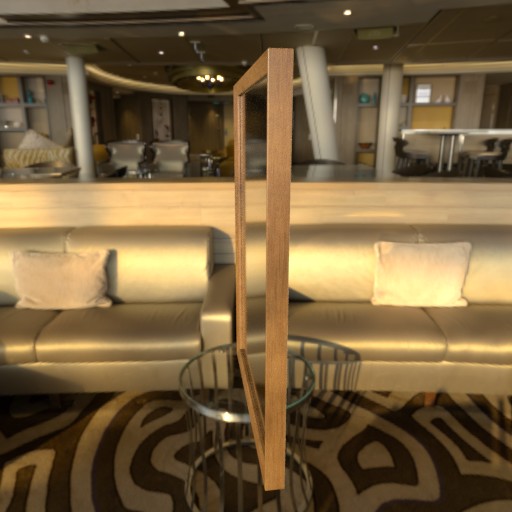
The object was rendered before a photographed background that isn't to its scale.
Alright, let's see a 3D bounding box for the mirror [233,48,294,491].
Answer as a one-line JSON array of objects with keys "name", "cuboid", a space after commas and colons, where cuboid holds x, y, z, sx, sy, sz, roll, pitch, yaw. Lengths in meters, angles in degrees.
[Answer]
[{"name": "mirror", "cuboid": [0.000, 0.000, 0.923, 0.039, 0.711, 0.508, -2, 16, -8]}]
